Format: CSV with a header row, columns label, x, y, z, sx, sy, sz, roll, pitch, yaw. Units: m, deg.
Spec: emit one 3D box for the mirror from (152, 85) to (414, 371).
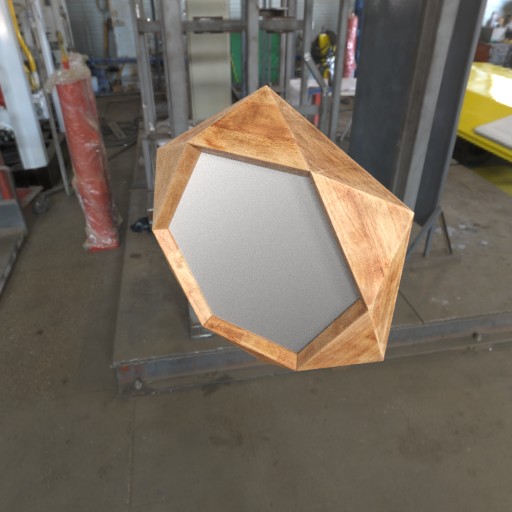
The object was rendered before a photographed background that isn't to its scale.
label,x,y,z,sx,sy,sz,roll,pitch,yaw
mirror,0.000,0.000,1.080,0.675,0.779,0.091,20,37,28
